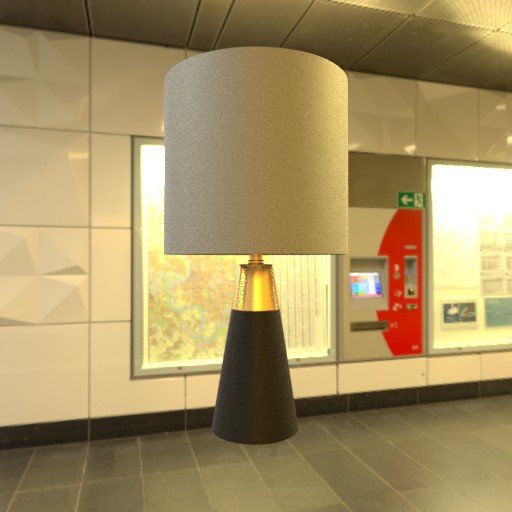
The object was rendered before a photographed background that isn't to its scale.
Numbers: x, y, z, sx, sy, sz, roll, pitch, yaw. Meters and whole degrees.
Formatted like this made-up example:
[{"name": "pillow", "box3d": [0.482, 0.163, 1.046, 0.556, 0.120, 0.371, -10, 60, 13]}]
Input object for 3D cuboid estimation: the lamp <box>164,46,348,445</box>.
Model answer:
[{"name": "lamp", "box3d": [0.000, 0.000, 0.755, 0.308, 0.580, 0.308, 0, 0, -36]}]
